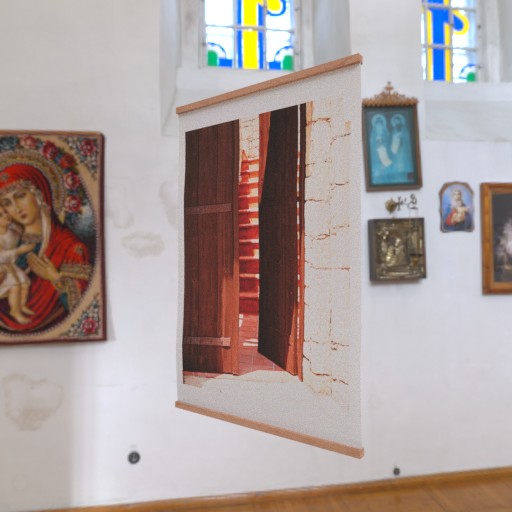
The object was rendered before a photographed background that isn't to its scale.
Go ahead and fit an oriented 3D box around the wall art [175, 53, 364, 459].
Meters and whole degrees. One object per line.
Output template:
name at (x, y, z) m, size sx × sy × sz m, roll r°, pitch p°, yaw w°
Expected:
wall art at (0.000, 0.000, 0.659) m, size 0.332 × 0.508 × 0.012 m, roll -1°, pitch -1°, yaw 37°
